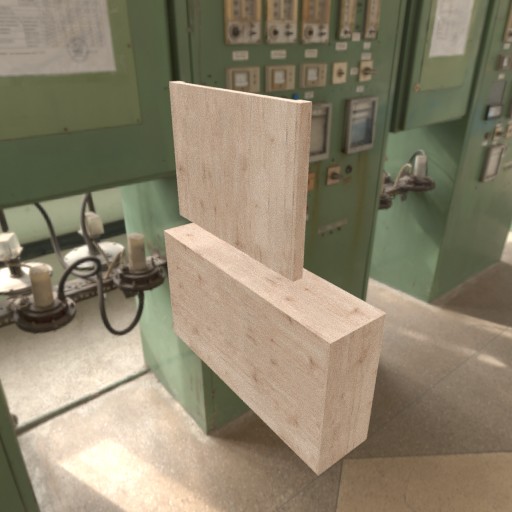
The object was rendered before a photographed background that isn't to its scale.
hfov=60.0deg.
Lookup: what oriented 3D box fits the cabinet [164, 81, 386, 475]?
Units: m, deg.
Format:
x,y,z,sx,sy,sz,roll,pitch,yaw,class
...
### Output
x,y,z,sx,sy,sz,roll,pitch,yaw,class
0.000,0.000,2.776,0.420,1.981,1.700,-19,32,-33,cabinet
